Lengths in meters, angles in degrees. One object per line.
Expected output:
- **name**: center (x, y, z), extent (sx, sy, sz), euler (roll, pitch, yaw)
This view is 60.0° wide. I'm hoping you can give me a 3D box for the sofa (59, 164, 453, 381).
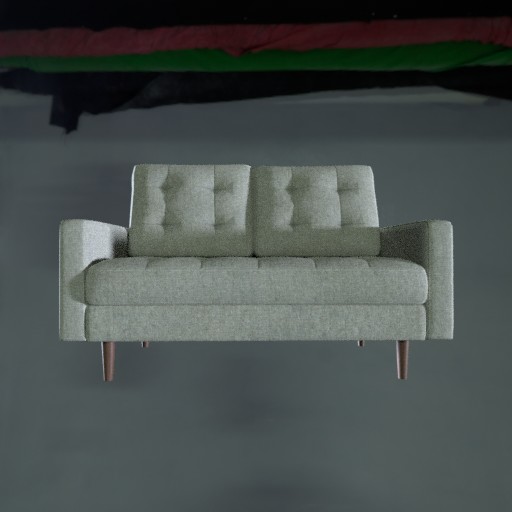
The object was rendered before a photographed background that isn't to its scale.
- **sofa**: center (0.000, 0.000, 1.946), extent (1.407, 0.907, 0.842), euler (0, 0, -1)
